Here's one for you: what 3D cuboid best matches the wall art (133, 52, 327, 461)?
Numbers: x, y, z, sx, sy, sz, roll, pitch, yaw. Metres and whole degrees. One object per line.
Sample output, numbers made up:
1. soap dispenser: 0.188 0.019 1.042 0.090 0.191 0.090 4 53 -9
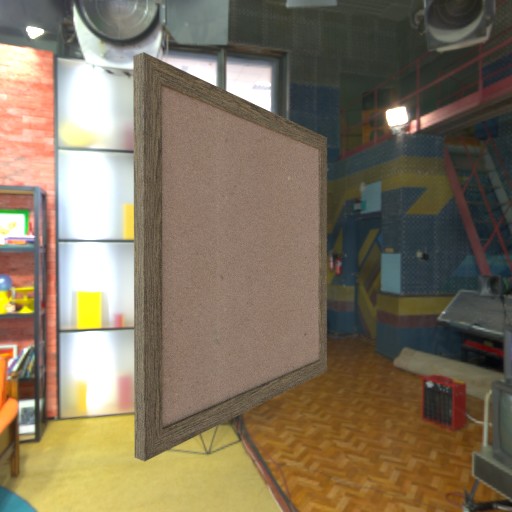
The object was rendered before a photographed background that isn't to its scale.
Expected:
1. wall art: 0.000 0.000 0.762 0.019 0.508 0.508 0 1 35
